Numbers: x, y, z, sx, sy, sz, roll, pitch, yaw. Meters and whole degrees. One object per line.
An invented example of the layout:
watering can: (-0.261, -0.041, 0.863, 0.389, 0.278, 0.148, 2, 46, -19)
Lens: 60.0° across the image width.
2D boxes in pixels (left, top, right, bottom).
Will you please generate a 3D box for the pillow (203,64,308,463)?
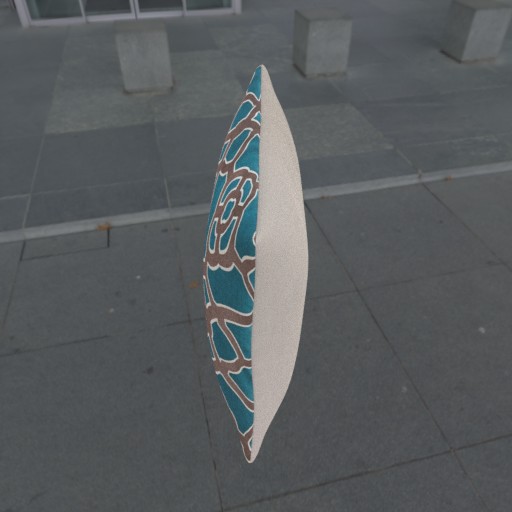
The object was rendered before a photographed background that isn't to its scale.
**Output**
pillow: (0.000, 0.000, 0.803, 0.166, 0.507, 0.526, 1, 41, 1)
